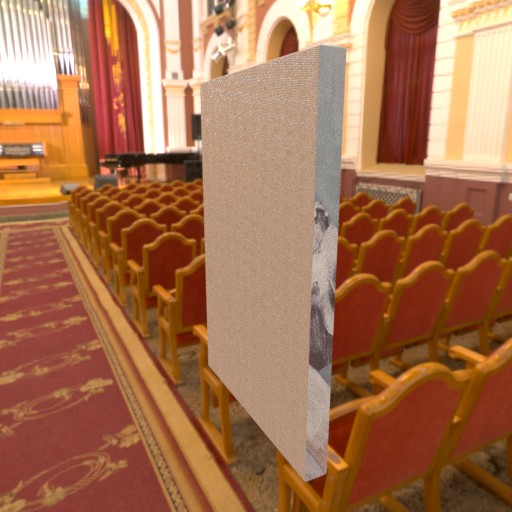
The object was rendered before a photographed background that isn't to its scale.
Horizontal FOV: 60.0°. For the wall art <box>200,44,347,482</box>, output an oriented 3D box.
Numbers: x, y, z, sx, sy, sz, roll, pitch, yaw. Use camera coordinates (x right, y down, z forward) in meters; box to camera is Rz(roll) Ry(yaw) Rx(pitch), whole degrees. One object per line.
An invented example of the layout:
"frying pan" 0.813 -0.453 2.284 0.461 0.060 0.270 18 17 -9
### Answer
"wall art" 0.000 0.000 1.161 0.061 0.911 0.609 -7 16 -26
